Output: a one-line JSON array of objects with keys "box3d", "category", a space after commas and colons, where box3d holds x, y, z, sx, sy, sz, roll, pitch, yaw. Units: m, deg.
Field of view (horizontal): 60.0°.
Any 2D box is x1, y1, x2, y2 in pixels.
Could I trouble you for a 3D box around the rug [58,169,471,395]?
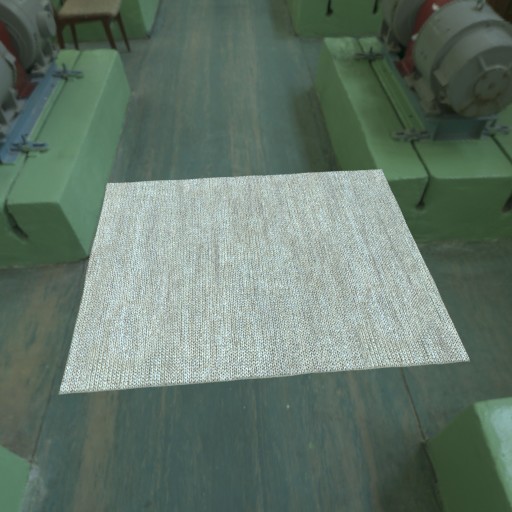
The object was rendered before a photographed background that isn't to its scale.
[{"box3d": [0.000, 0.000, 4.068, 3.052, 0.030, 2.429, -4, 47, -3], "category": "rug"}]
